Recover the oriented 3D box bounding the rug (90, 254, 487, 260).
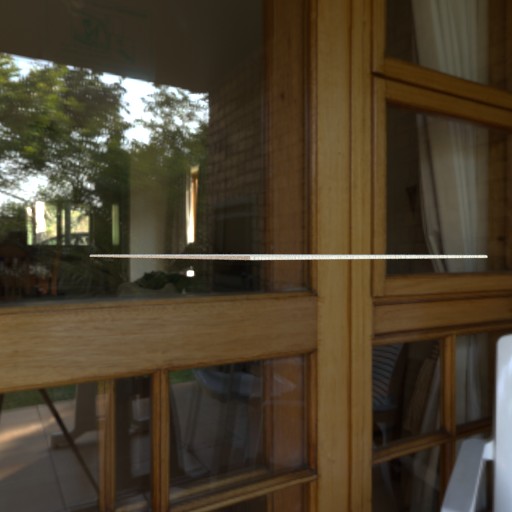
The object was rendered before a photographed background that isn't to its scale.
[{"bbox_3d":[0.000,0.000,2.814,1.509,0.013,2.144,0,0,-34],"label":"rug"}]
